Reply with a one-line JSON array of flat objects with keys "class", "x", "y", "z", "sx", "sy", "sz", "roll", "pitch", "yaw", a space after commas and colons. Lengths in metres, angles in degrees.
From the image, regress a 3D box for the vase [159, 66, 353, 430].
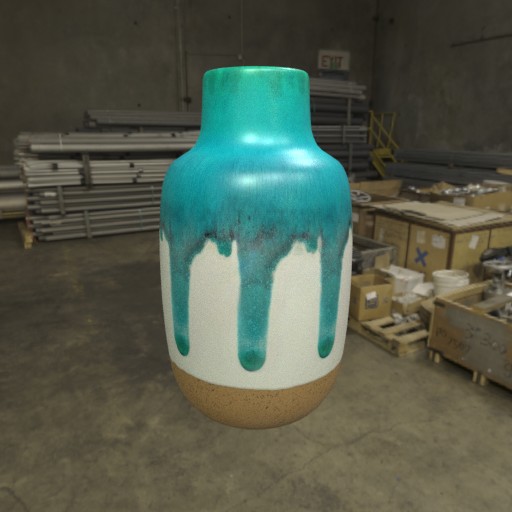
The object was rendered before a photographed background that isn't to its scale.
[{"class": "vase", "x": 0.000, "y": 0.000, "z": 0.249, "sx": 0.106, "sy": 0.192, "sz": 0.106, "roll": 0, "pitch": 16, "yaw": 0}]
